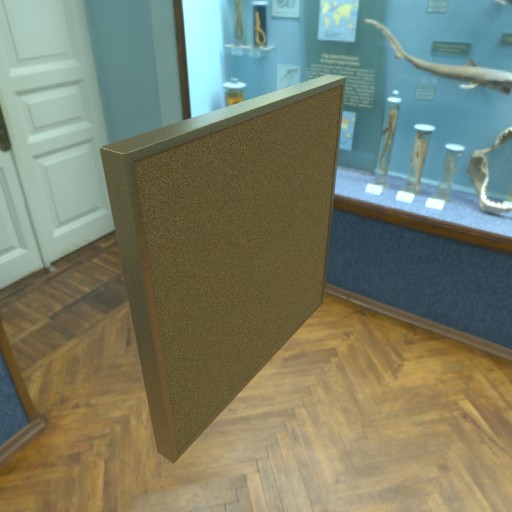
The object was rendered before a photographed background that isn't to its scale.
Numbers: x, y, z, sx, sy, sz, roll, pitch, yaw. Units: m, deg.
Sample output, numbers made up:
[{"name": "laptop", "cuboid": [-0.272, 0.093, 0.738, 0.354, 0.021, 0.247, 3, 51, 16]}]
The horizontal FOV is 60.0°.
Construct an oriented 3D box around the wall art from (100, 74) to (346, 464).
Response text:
[{"name": "wall art", "cuboid": [0.000, 0.000, 0.752, 0.037, 0.505, 0.505, 20, 37, 29]}]
